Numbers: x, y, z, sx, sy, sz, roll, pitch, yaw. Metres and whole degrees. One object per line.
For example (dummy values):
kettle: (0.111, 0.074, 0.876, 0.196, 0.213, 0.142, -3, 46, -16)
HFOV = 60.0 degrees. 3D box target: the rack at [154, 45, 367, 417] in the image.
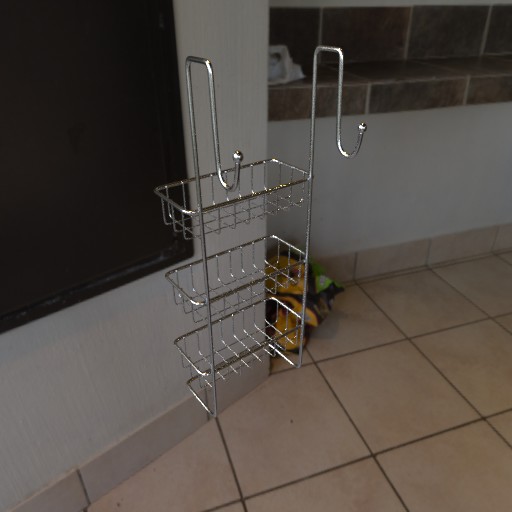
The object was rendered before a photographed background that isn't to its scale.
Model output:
rack: (0.000, 0.000, 0.675, 0.228, 0.574, 0.202, -21, 36, -32)
